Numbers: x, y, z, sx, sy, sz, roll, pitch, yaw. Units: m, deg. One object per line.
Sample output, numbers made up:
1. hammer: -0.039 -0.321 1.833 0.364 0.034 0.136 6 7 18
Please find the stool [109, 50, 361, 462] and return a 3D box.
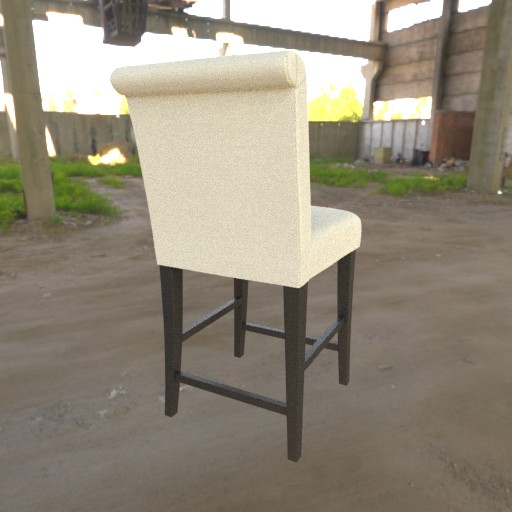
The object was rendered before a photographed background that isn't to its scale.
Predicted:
1. stool: 0.000 0.000 1.272 0.452 0.976 0.597 8 17 27
